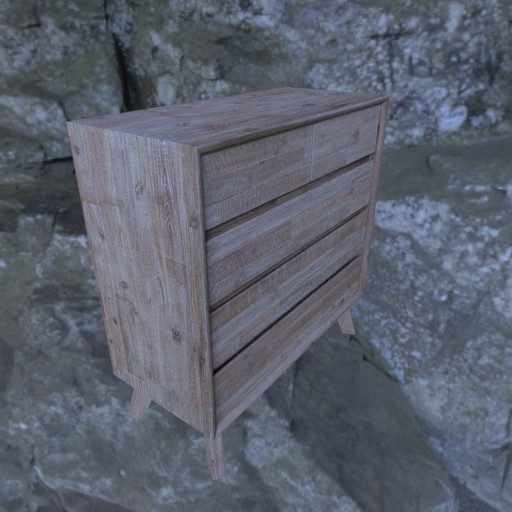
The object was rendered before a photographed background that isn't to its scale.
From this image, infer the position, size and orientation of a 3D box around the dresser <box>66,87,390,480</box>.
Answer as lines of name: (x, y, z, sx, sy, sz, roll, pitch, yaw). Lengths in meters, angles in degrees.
dresser: (0.000, 0.000, 1.591, 0.455, 1.029, 0.998, 19, 32, 33)
